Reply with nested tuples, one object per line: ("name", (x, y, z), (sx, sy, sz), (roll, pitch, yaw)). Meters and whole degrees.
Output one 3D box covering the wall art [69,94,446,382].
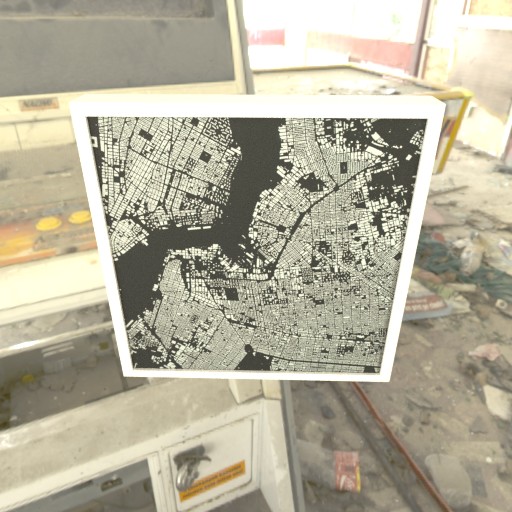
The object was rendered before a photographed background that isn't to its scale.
("wall art", (0.000, 0.000, 0.449), (0.305, 0.305, 0.037), (1, 30, 1))
